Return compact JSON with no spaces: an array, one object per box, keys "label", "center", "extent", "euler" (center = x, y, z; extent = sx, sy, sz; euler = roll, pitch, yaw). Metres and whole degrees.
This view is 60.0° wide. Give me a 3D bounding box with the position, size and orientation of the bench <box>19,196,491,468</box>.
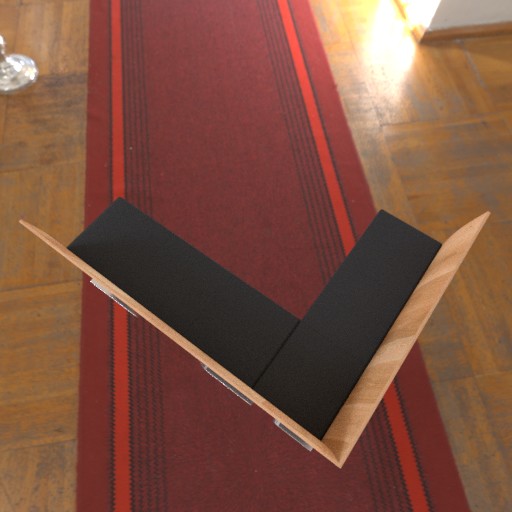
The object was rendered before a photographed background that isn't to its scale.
[{"label":"bench","center":[0.000,0.000,2.718],"extent":[1.945,0.930,1.495],"euler":[33,69,15]}]
